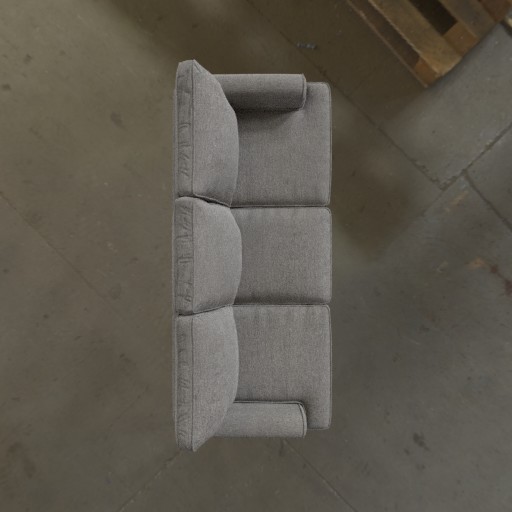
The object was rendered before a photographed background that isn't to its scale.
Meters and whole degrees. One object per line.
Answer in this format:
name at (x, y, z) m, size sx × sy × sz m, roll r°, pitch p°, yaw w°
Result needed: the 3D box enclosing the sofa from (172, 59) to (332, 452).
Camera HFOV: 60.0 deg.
sofa at (0.000, 0.000, 2.711) m, size 0.951 × 0.965 × 2.158 m, roll 0°, pitch 90°, yaw 1°
